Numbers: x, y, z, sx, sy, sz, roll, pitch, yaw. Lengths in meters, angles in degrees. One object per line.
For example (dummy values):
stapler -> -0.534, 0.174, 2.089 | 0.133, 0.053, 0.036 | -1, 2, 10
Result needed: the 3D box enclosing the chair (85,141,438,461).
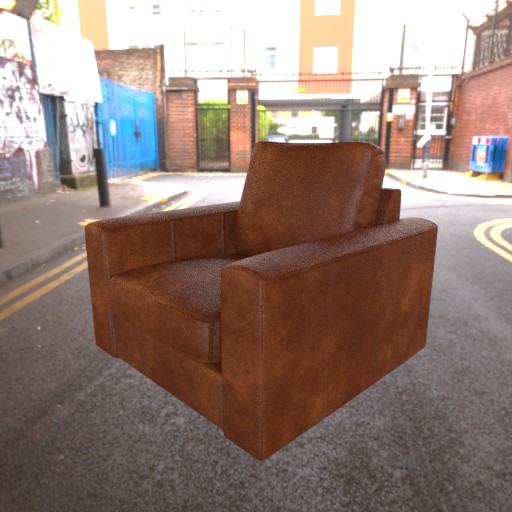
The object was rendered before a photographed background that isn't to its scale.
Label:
chair -> 0.000, 0.000, 1.750 | 1.016, 0.873, 1.005 | -14, 20, -43
